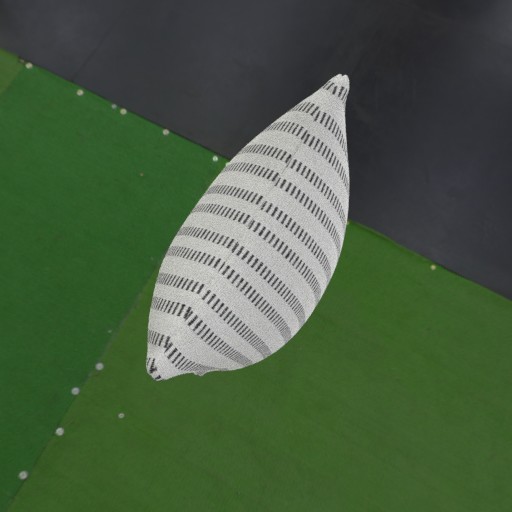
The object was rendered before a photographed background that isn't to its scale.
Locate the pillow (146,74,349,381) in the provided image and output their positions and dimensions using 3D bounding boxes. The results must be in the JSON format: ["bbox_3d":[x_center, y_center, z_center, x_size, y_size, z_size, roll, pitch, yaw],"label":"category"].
[{"bbox_3d":[0.000,0.000,0.711,0.247,0.419,0.438,30,78,7],"label":"pillow"}]
